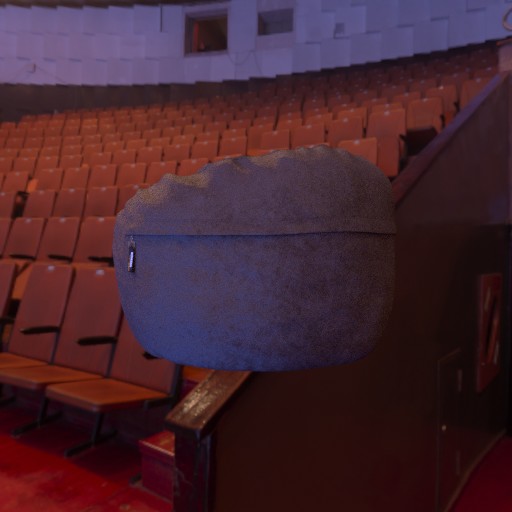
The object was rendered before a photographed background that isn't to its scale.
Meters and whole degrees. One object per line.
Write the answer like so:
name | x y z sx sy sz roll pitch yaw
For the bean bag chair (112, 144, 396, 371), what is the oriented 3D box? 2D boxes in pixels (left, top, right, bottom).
bean bag chair | 0.000 0.000 2.051 1.245 0.821 1.245 0 1 0
